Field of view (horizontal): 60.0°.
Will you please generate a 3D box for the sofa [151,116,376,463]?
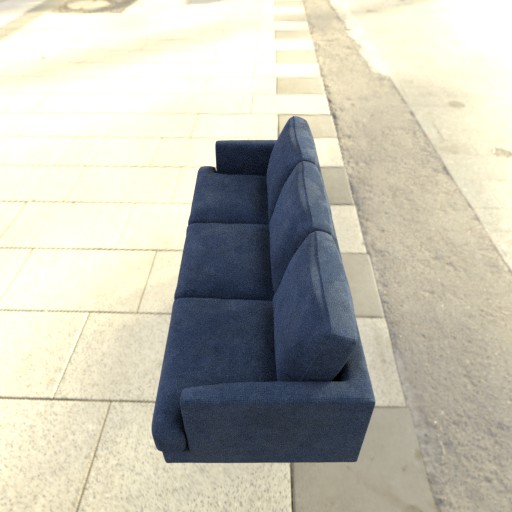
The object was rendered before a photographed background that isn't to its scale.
[{"bbox_3d":[0.000,0.000,2.651,0.903,0.930,2.246,0,41,0],"label":"sofa"}]
